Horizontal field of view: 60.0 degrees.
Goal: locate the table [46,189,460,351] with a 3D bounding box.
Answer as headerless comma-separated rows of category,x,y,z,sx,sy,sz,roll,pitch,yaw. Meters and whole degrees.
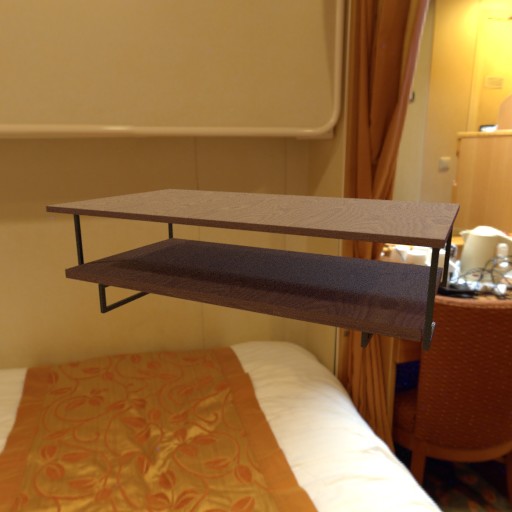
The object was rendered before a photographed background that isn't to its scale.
table,0.000,0.000,1.498,1.197,0.347,0.651,7,15,26
